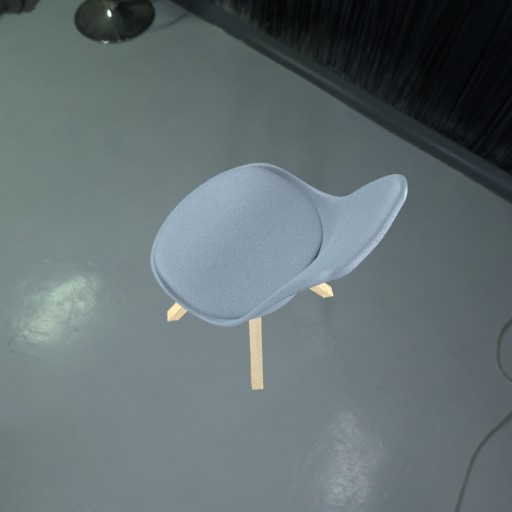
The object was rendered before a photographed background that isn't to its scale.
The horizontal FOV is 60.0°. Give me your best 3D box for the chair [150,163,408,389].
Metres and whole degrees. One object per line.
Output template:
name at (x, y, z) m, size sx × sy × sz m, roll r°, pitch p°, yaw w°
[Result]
chair at (0.000, 0.000, 1.205) m, size 0.549 × 0.850 × 0.485 m, roll 35°, pitch 69°, yaw 16°
